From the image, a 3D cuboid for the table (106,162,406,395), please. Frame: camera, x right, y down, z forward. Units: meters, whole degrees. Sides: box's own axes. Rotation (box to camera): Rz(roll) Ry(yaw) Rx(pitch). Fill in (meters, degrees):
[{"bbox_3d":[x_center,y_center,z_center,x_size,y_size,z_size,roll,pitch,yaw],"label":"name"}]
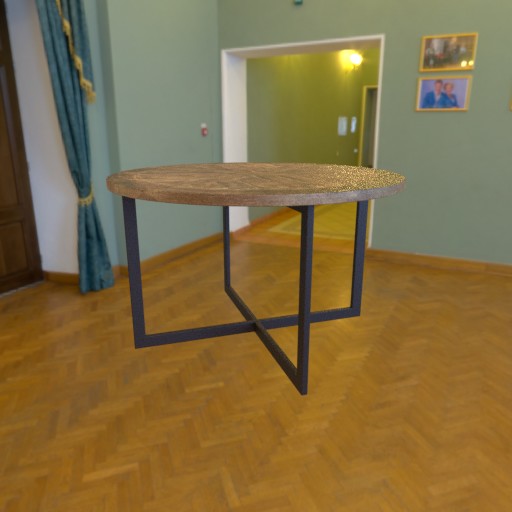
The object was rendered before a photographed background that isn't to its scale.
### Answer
[{"bbox_3d":[0.000,0.000,2.071,1.264,0.762,1.264,0,16,0],"label":"table"}]
